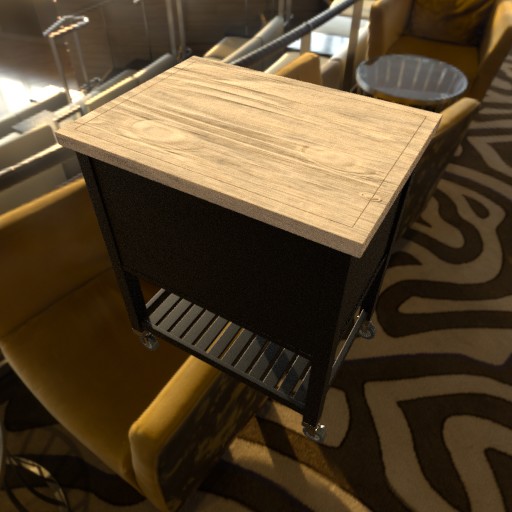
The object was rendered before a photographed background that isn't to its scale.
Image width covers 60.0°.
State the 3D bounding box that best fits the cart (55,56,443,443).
[{"bbox_3d":[0.000,0.000,1.421,0.797,0.920,0.567,22,49,21],"label":"cart"}]
